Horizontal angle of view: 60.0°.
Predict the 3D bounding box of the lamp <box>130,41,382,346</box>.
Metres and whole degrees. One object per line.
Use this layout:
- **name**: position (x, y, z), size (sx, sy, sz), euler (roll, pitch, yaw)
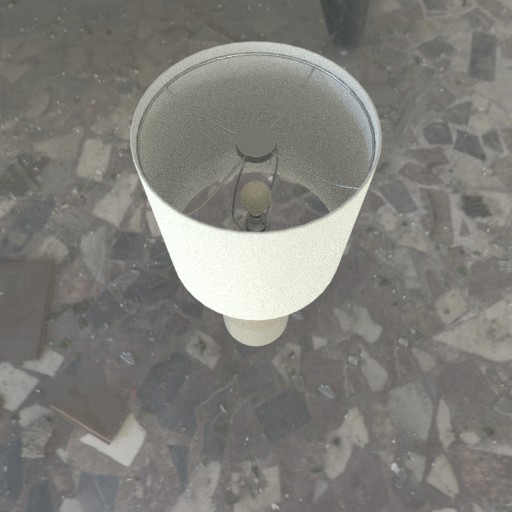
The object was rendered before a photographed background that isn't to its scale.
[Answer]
- **lamp**: position (0.000, 0.000, 0.595), size (0.212, 0.493, 0.212), euler (31, 67, 14)
